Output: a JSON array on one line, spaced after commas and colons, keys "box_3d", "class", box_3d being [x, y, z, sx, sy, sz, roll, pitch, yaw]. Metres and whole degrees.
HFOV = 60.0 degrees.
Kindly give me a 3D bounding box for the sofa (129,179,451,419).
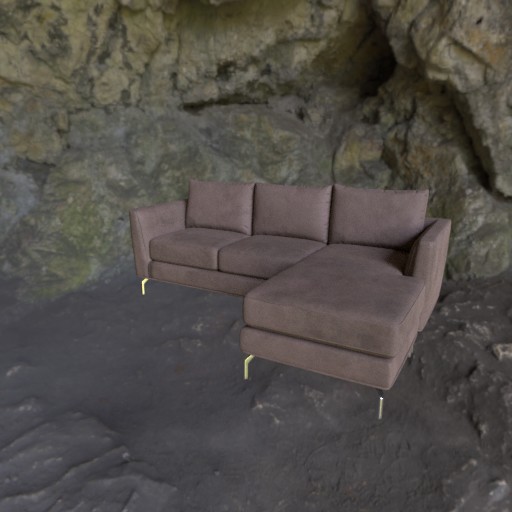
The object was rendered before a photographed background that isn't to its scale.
[{"box_3d": [0.000, 0.000, 3.249, 2.438, 0.987, 1.622, 8, 17, 28], "class": "sofa"}]
